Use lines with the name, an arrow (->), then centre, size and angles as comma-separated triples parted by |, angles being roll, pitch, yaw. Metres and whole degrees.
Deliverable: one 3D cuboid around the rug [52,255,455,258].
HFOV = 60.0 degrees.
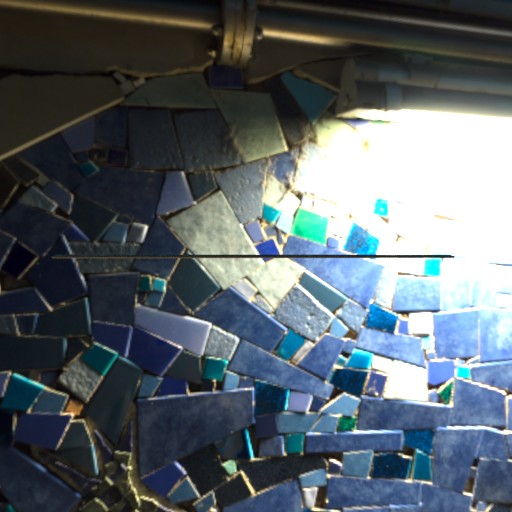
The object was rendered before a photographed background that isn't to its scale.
rug -> 0.000, 0.000, 2.834 | 1.578, 0.014, 2.206 | 0, 0, 1
